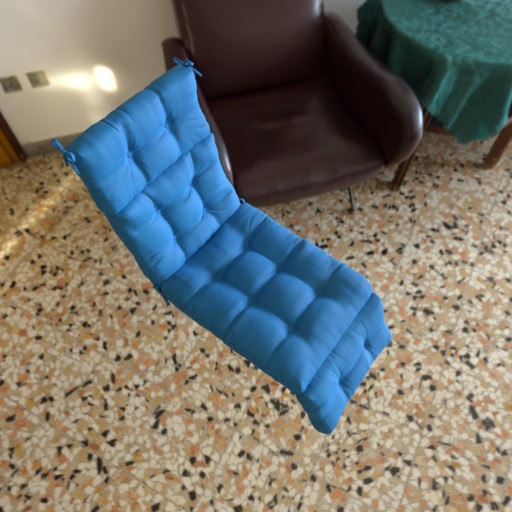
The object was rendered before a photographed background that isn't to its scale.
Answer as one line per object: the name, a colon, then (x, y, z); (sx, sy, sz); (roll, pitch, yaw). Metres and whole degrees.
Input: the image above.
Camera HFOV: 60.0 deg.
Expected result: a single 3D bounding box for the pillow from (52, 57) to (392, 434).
pillow: (0.000, 0.000, 1.480); (1.016, 0.863, 0.526); (33, 64, 19)
